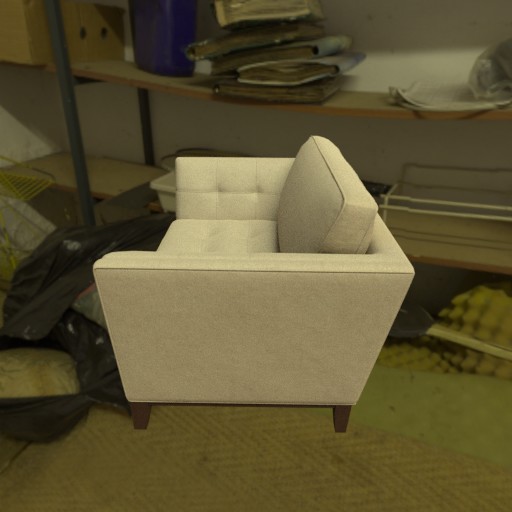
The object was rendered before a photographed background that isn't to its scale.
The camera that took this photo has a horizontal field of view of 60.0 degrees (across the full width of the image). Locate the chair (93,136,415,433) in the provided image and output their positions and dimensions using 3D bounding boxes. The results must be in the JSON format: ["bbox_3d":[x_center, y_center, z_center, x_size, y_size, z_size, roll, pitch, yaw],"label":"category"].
[{"bbox_3d":[0.000,0.000,2.055,0.965,0.940,1.397,1,26,1],"label":"chair"}]
